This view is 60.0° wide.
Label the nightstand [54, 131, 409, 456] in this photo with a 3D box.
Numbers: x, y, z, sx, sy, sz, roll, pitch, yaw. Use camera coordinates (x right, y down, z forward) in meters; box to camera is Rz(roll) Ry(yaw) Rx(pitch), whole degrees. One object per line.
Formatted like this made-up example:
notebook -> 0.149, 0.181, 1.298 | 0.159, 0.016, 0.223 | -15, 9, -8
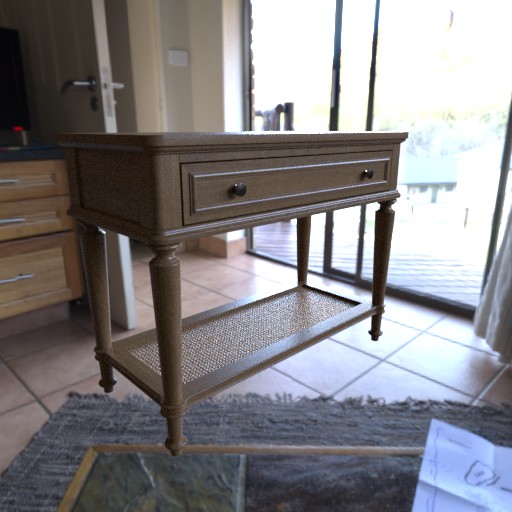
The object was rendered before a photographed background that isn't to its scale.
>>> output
nightstand -> 0.000, 0.000, 1.305 | 0.914, 0.700, 0.432 | -15, 22, -41
